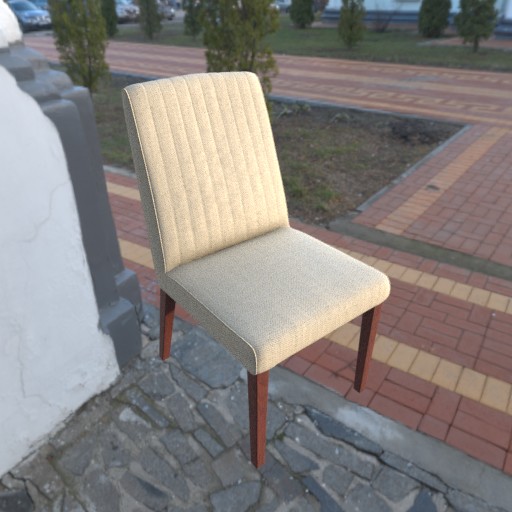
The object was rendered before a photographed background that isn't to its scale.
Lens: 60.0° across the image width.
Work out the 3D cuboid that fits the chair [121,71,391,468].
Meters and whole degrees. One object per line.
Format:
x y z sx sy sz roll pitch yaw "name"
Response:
0.000 0.000 1.253 0.480 0.900 0.594 -22 37 -33 "chair"
